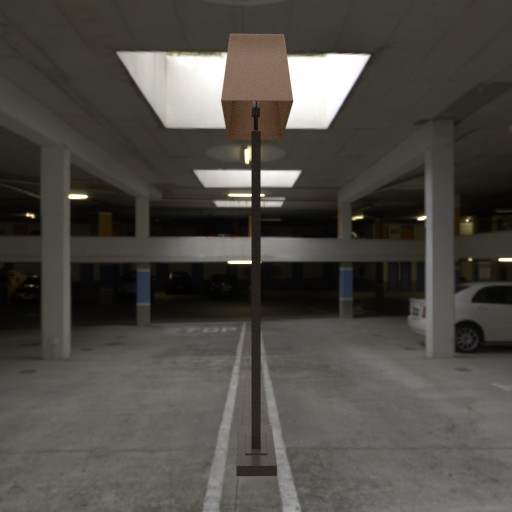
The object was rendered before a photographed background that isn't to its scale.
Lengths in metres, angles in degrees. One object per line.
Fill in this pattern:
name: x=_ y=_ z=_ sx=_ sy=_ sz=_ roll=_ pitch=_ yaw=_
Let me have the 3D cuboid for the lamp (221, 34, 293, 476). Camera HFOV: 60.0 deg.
lamp: x=0.000 y=0.000 z=1.658 sx=0.233 sy=1.469 sz=0.475 roll=0 pitch=0 yaw=-1
